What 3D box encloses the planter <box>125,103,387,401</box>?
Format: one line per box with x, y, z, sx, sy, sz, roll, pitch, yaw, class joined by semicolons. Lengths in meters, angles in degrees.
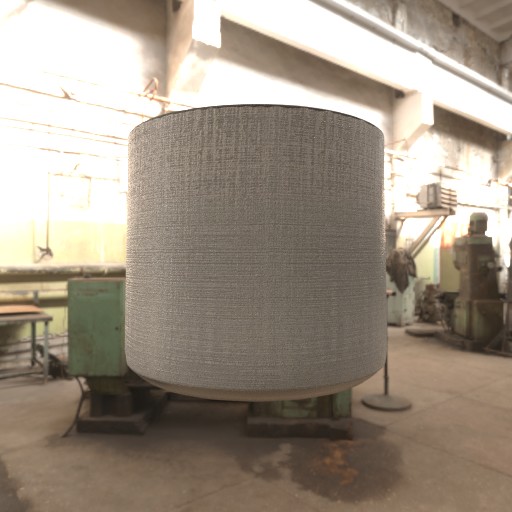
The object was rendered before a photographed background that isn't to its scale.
0.000;0.000;0.221;0.125;0.112;0.125;0;0;0;planter
